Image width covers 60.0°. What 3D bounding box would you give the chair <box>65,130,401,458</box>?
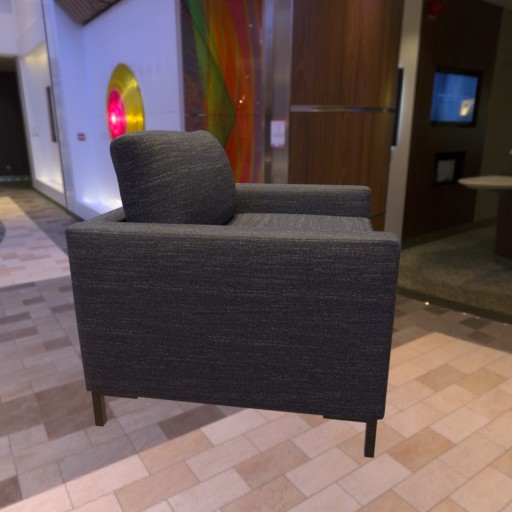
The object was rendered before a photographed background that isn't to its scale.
[{"bbox_3d":[0.000,0.000,1.569,0.866,0.861,0.963,3,17,9],"label":"chair"}]
